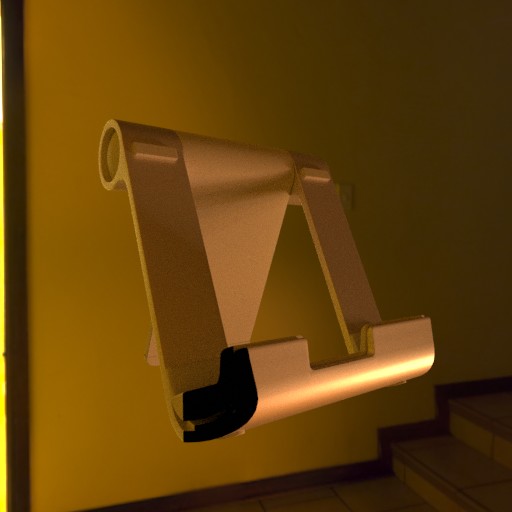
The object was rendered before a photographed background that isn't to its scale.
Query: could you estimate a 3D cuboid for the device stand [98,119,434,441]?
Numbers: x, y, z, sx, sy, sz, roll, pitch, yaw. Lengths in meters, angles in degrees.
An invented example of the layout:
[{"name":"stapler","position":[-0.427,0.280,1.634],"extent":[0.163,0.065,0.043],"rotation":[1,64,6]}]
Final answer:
[{"name":"device stand","position":[0.000,0.000,0.149],"extent":[0.086,0.084,0.079],"rotation":[-1,1,-37]}]
